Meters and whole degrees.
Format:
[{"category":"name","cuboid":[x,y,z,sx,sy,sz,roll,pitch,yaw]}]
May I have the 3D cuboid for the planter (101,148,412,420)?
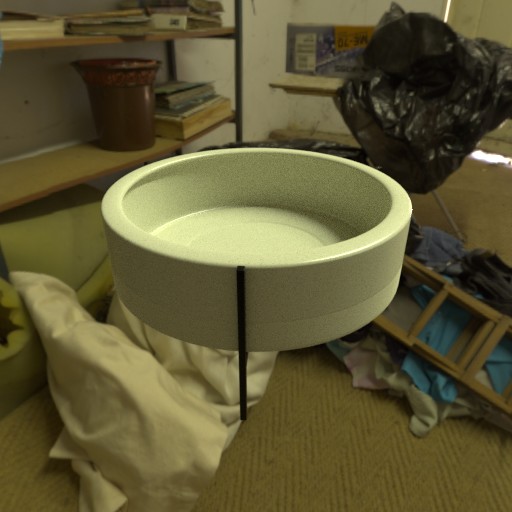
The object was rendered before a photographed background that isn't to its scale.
[{"category":"planter","cuboid":[0.000,0.000,0.535,0.336,0.171,0.345,2,30,4]}]
